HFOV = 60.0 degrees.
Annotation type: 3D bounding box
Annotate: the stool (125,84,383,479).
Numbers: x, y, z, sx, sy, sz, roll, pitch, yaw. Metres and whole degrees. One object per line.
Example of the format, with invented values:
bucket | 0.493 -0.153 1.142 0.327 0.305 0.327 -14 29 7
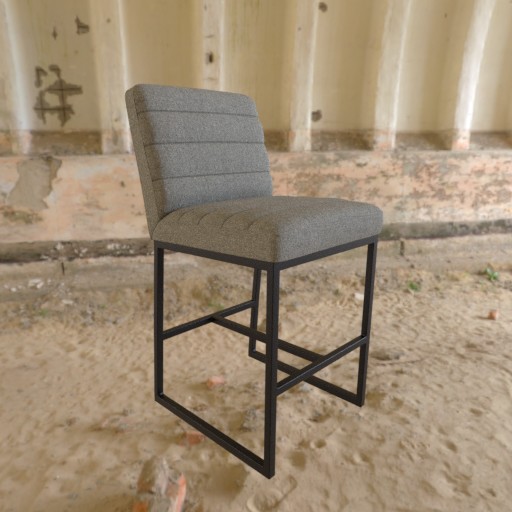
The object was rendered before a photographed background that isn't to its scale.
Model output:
stool | 0.000 0.000 1.272 0.560 0.940 0.460 13 20 42
